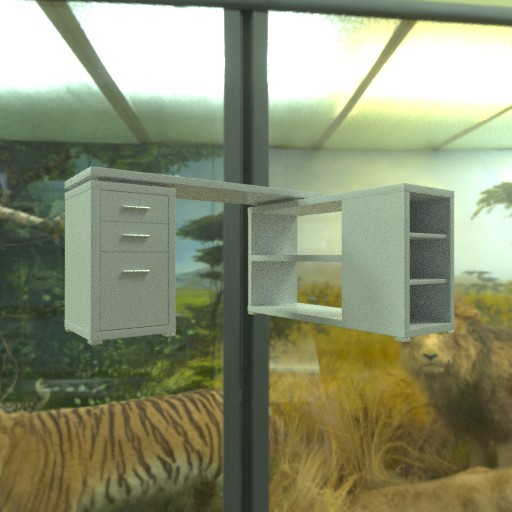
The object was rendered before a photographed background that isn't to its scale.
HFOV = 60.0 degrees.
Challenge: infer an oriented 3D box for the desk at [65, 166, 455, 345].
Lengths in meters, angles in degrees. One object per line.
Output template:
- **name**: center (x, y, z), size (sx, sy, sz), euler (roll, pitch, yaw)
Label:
- **desk**: center (0.000, 0.000, 2.203), size (1.524, 0.753, 1.200), euler (0, 0, -36)
